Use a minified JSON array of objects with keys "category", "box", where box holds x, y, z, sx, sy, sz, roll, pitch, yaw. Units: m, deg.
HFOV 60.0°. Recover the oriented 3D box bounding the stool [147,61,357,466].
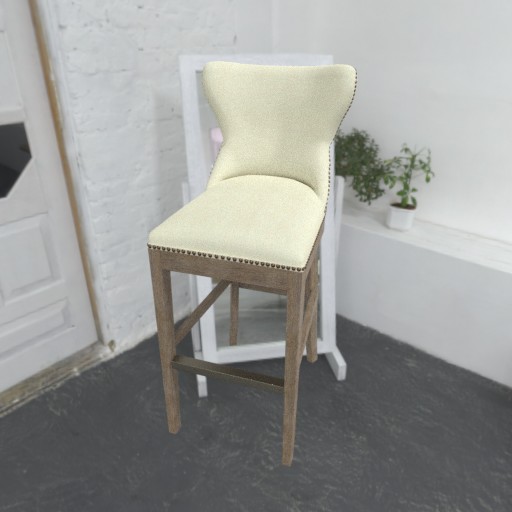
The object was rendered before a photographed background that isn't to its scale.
[{"category":"stool","box":[0.000,0.000,1.438,0.494,1.123,0.606,9,29,16]}]
